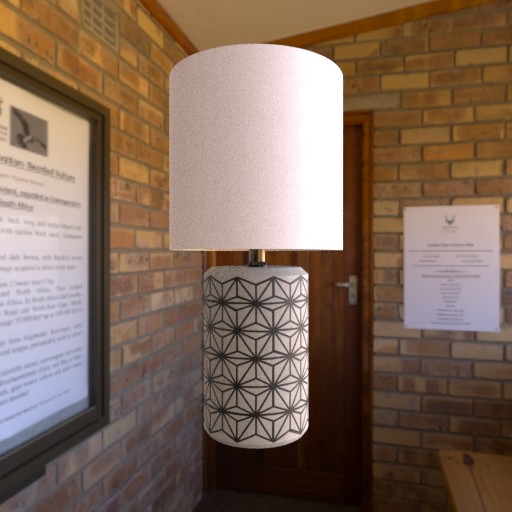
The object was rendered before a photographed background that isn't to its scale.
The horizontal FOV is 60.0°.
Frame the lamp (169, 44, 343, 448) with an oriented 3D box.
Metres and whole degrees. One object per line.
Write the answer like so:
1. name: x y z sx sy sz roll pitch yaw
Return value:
1. lamp: 0.000 0.000 0.537 0.206 0.416 0.206 0 0 -18
